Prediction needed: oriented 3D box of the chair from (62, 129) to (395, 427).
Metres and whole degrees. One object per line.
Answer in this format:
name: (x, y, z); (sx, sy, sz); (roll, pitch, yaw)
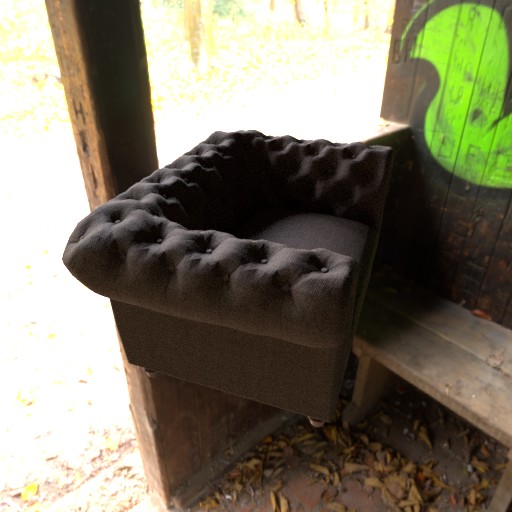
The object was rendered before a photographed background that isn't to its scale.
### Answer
chair: (0.000, 0.000, 1.887); (0.945, 0.780, 1.298); (11, 33, 17)
